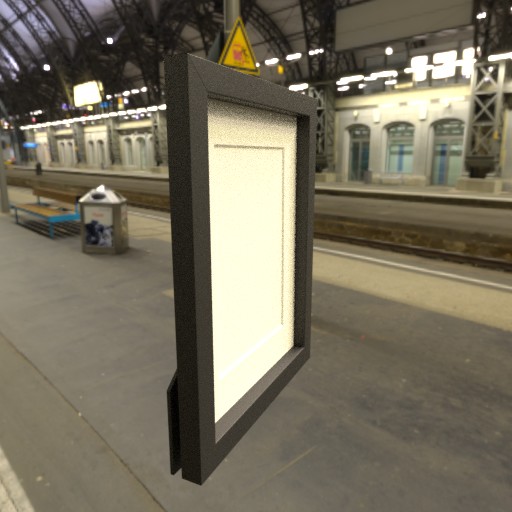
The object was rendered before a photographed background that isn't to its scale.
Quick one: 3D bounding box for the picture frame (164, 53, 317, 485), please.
[{"bbox_3d":[0.000,0.000,0.521,0.036,0.383,0.307,6,14,26],"label":"picture frame"}]
